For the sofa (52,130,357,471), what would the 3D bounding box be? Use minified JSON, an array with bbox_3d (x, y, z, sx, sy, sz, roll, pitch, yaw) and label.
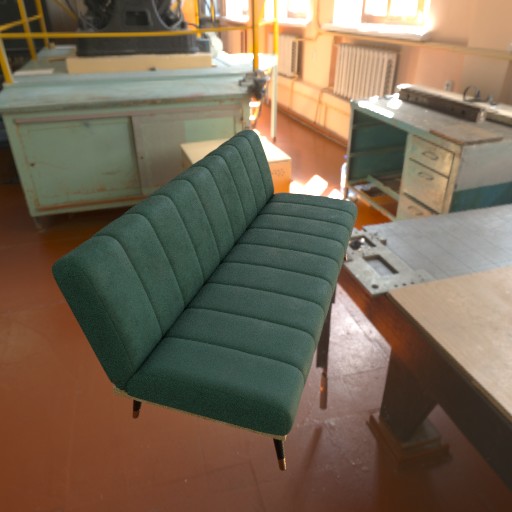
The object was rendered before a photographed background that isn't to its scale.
[{"bbox_3d":[0.000,0.000,2.252,0.830,0.820,1.810,9,31,16],"label":"sofa"}]
